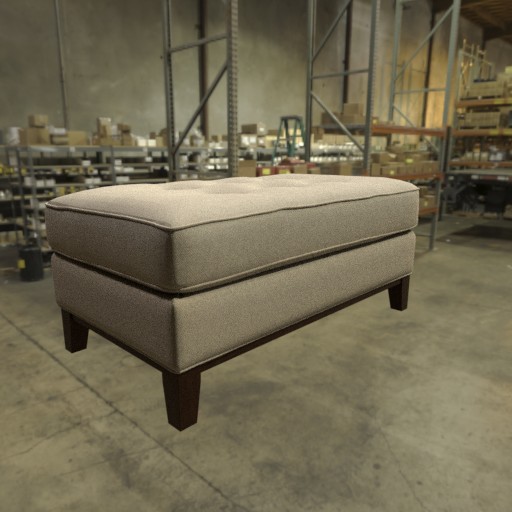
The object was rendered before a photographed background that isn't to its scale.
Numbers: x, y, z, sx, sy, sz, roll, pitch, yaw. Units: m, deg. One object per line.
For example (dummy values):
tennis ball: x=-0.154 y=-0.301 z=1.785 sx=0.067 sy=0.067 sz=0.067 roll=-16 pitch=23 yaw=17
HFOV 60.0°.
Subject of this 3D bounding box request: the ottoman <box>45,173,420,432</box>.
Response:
ottoman: x=0.000 y=0.000 z=1.502 sx=0.648 sy=0.508 sz=1.143 roll=13 pitch=19 yaw=43
